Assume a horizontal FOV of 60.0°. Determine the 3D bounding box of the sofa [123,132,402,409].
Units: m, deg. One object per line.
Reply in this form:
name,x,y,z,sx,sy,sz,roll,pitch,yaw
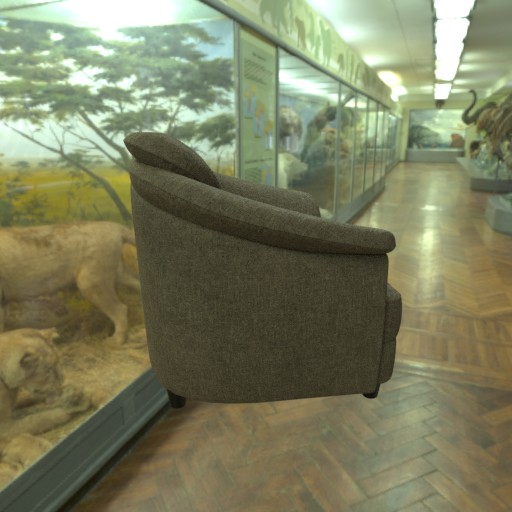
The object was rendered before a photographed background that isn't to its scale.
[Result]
sofa,0.000,0.000,1.507,0.794,0.811,0.870,-2,16,-9
